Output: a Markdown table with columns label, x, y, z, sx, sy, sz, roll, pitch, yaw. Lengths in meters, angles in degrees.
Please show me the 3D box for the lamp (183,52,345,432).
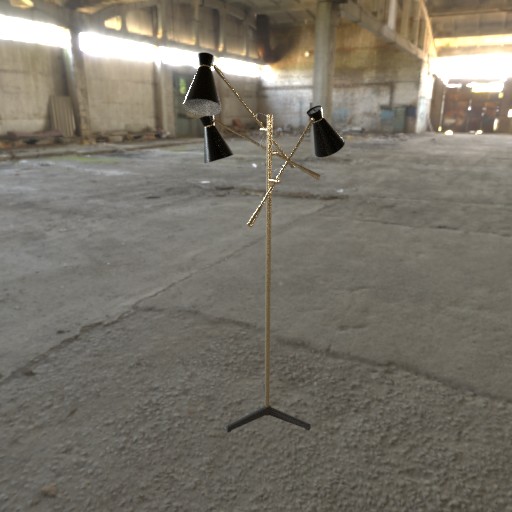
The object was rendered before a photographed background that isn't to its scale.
| label | x | y | z | sx | sy | sz | roll | pitch | yaw |
| --- | --- | --- | --- | --- | --- | --- | --- | --- | --- |
| lamp | 0.000 | 0.000 | 2.197 | 0.653 | 1.804 | 0.750 | 9 | 20 | 27 |
